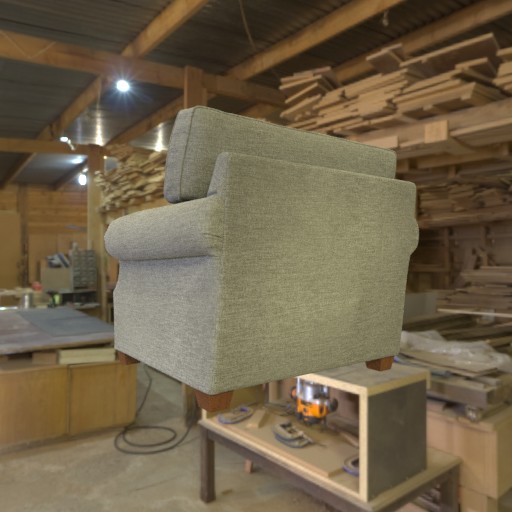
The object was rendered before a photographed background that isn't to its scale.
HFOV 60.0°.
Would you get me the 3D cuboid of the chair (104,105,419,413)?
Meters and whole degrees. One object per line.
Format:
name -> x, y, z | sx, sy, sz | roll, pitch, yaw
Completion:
chair -> 0.000, 0.000, 1.910 | 1.092, 0.961, 0.965 | 0, 0, -36
